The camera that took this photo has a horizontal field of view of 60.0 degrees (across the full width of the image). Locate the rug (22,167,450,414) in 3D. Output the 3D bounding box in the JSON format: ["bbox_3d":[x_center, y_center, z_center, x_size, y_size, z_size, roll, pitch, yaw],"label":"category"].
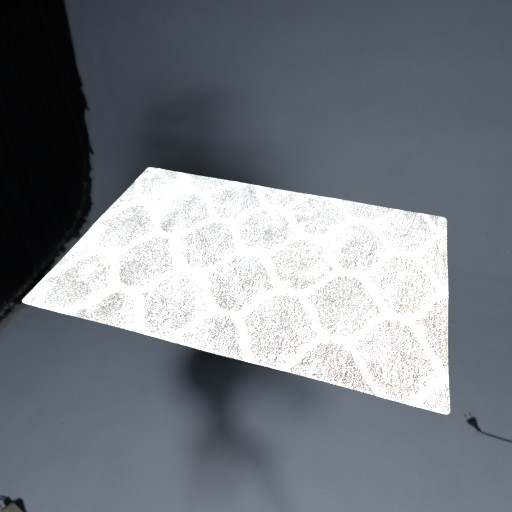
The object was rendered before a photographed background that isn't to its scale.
[{"bbox_3d":[0.000,0.000,3.275,2.701,0.026,1.801,12,43,13],"label":"rug"}]
